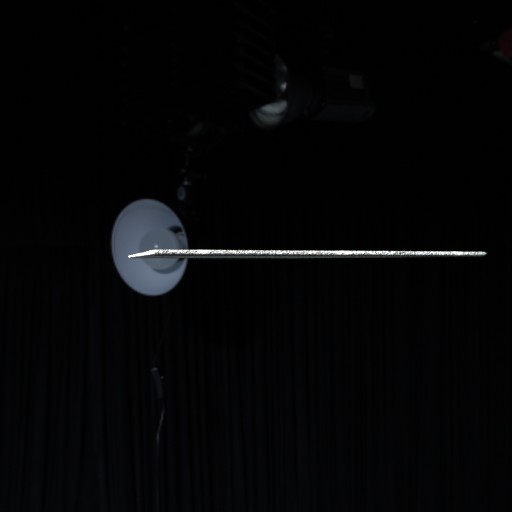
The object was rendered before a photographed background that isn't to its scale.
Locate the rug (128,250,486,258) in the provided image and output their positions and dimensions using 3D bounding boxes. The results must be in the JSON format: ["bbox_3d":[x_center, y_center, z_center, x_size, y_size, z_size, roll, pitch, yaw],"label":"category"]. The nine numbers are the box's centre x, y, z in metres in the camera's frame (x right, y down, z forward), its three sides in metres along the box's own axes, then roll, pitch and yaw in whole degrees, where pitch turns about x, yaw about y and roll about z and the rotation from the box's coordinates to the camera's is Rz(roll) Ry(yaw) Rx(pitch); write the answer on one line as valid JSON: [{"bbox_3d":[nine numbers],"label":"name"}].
[{"bbox_3d":[0.000,0.000,3.429,1.801,0.026,2.701,0,-1,-18],"label":"rug"}]
